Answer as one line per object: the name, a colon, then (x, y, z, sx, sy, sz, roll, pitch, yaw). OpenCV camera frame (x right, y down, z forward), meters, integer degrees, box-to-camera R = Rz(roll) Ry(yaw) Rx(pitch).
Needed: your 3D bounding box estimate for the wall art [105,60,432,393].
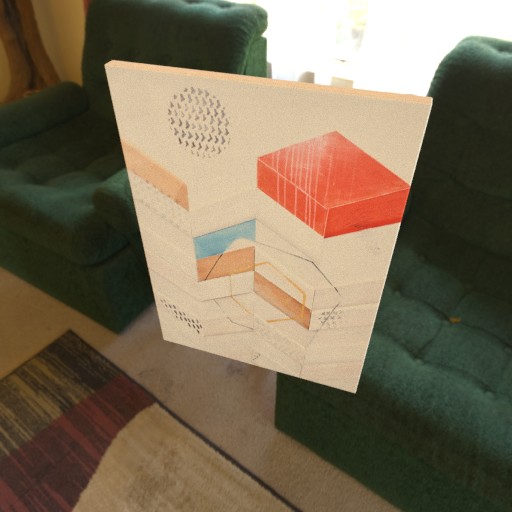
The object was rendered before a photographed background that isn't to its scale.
wall art: (0.000, 0.000, 1.080, 0.613, 0.848, 0.036, 12, 42, 14)
